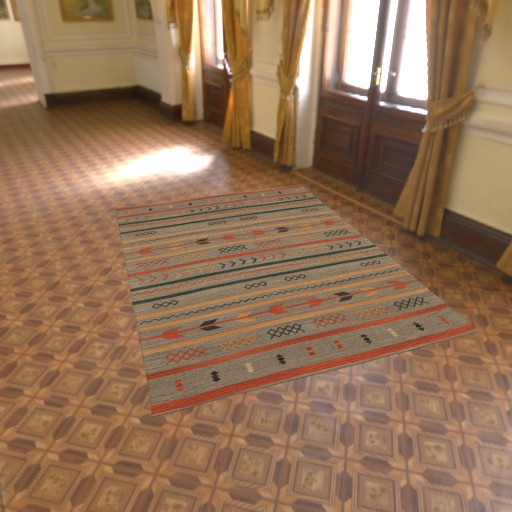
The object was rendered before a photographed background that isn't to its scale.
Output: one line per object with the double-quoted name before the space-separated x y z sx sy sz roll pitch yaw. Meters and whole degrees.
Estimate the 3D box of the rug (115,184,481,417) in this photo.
"rug" 0.000 0.000 3.995 2.263 0.022 3.029 -10 31 -17
